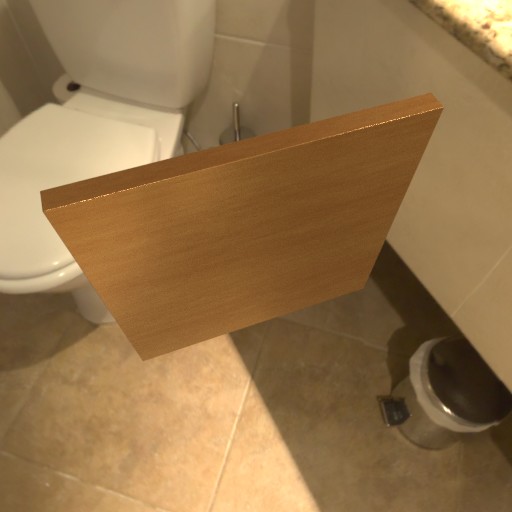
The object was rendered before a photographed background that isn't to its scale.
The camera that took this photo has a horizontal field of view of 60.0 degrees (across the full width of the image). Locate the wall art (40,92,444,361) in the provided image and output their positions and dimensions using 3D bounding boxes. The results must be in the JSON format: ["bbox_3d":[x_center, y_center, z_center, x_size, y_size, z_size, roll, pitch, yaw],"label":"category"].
[{"bbox_3d":[0.000,0.000,0.449,0.302,0.302,0.019,-17,60,-10],"label":"wall art"}]
